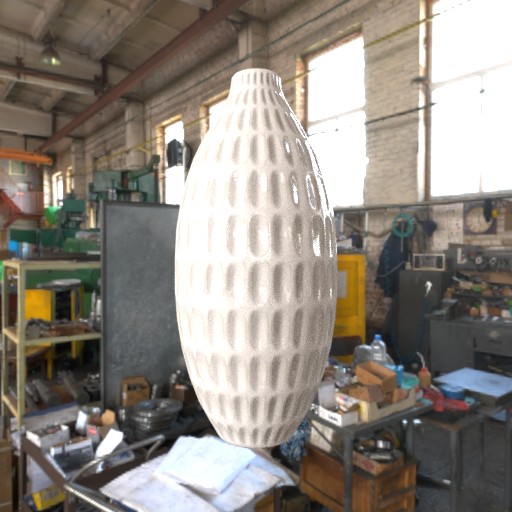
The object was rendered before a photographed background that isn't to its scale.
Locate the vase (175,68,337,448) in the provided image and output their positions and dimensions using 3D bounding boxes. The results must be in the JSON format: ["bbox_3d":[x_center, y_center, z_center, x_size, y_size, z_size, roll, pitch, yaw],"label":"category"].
[{"bbox_3d":[0.000,0.000,0.352,0.127,0.282,0.127,0,1,0],"label":"vase"}]
